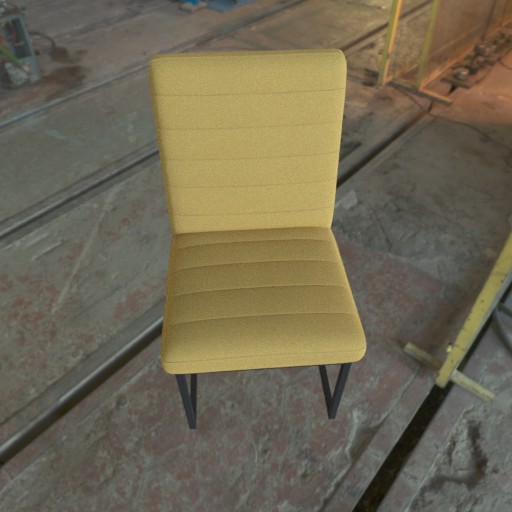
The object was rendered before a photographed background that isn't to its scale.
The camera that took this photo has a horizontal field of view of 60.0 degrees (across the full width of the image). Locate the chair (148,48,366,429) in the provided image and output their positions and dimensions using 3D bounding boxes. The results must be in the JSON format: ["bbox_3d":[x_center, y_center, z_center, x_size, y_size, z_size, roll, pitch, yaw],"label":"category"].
[{"bbox_3d":[0.000,0.000,1.278,0.520,0.930,0.634,-3,47,-3],"label":"chair"}]
